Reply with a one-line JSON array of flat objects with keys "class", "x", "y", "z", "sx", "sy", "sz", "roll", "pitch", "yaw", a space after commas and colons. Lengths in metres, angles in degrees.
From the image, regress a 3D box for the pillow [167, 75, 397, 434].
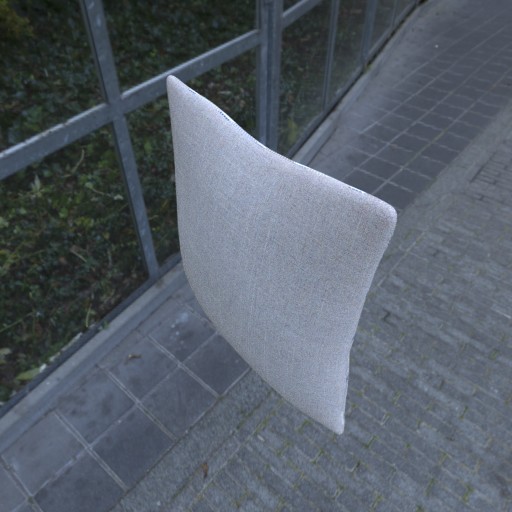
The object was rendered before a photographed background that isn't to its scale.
[{"class": "pillow", "x": 0.000, "y": 0.000, "z": 0.868, "sx": 0.192, "sy": 0.558, "sz": 0.578, "roll": -27, "pitch": 49, "yaw": -26}]
